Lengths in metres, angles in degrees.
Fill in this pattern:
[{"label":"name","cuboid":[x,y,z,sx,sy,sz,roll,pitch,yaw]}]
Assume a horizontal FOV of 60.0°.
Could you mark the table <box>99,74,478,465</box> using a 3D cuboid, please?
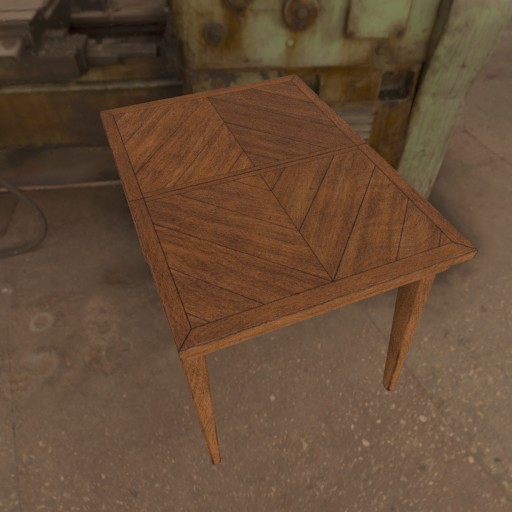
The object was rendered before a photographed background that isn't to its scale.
[{"label":"table","cuboid":[0.000,0.000,1.590,0.757,0.760,1.027,-17,49,-15]}]
